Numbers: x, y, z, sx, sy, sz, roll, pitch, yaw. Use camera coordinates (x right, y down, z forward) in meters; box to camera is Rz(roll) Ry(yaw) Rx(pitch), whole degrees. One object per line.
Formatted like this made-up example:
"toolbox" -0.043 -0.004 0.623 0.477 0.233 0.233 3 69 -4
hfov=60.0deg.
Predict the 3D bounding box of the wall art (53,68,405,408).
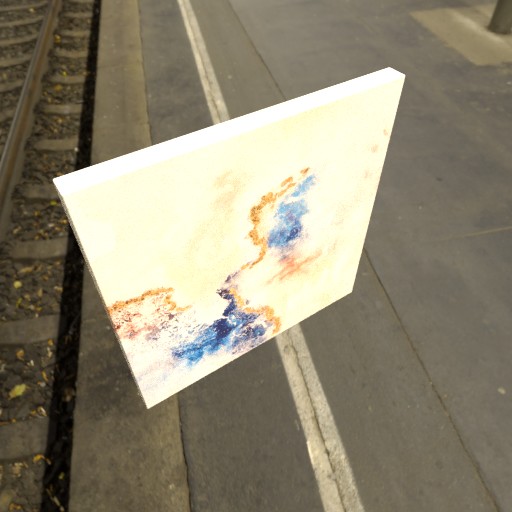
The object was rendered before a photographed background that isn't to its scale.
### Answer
"wall art" 0.000 0.000 1.567 1.061 1.061 0.071 -26 52 -22
